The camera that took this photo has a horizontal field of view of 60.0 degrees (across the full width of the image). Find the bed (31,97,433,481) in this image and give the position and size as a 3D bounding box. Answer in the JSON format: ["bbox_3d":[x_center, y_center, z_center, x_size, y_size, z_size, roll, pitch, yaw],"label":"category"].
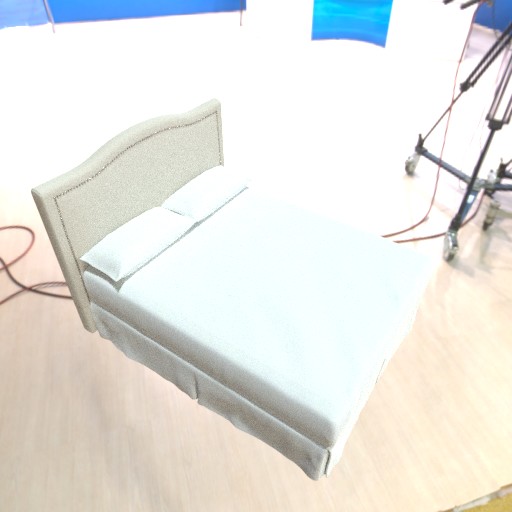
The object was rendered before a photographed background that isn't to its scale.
[{"bbox_3d":[0.000,0.000,3.158,2.143,1.460,1.753,25,47,26],"label":"bed"}]
